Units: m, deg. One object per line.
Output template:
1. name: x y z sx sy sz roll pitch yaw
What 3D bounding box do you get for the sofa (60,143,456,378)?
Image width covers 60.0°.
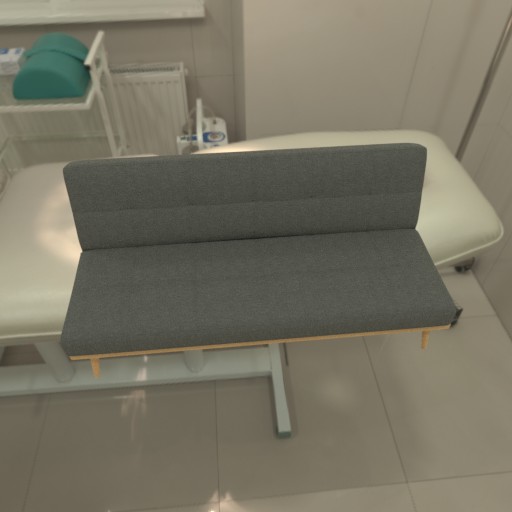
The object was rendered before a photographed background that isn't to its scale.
1. sofa: 0.000 0.000 2.223 1.820 0.770 0.820 -4 47 -4
